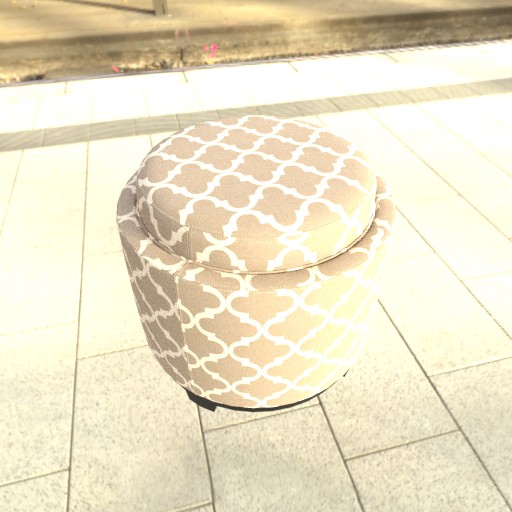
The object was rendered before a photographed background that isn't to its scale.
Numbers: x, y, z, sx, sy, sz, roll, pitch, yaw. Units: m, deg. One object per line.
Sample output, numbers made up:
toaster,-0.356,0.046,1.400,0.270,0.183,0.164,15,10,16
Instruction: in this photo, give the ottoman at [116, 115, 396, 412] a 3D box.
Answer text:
ottoman,0.000,0.000,0.861,0.480,0.429,0.480,0,41,0
